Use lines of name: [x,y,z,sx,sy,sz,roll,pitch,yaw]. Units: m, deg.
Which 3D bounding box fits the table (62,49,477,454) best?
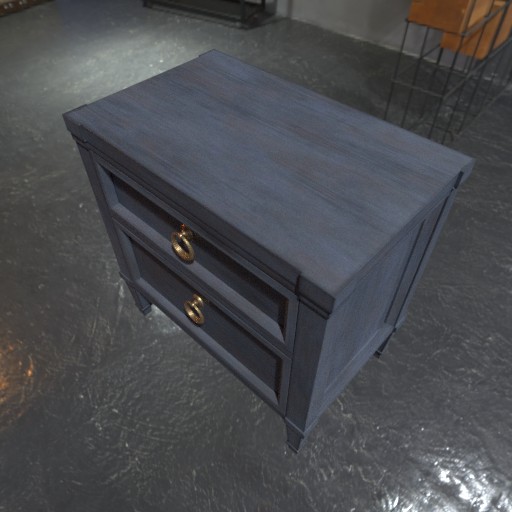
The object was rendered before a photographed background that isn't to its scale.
table: [0.000,0.000,1.060,0.660,0.660,0.413,35,56,27]
